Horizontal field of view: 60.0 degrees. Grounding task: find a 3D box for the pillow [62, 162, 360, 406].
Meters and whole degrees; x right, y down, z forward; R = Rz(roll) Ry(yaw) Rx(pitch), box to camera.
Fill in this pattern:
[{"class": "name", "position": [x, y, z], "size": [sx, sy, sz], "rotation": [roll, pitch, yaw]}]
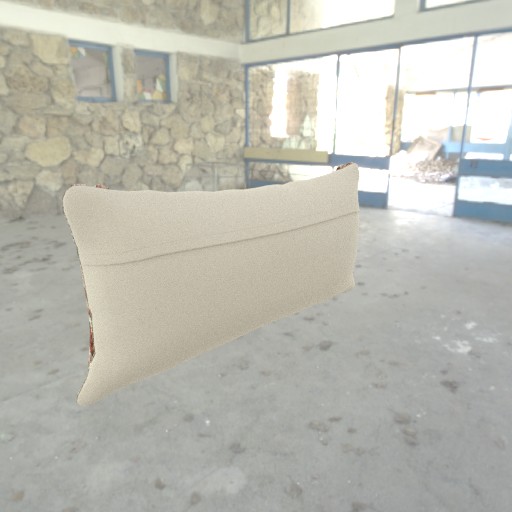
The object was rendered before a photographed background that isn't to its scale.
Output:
[{"class": "pillow", "position": [0.000, 0.000, 0.739], "size": [0.139, 0.282, 0.635], "rotation": [14, 21, 42]}]
